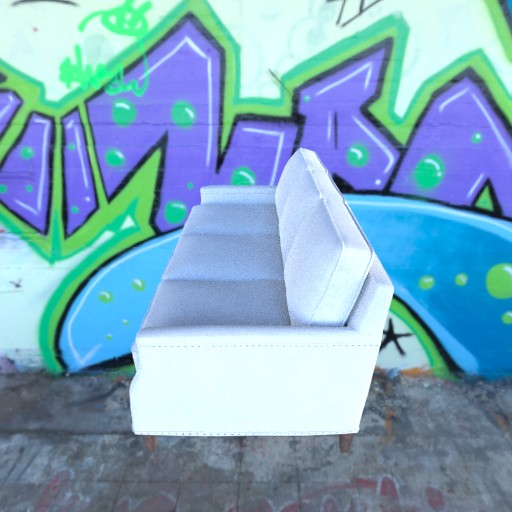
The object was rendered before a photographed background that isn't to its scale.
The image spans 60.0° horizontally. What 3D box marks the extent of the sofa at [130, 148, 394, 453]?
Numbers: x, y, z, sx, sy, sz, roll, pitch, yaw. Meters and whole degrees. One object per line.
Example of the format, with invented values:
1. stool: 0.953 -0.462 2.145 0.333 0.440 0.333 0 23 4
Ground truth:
1. sofa: 0.000 0.000 2.797 1.084 1.003 2.246 0 24 0
